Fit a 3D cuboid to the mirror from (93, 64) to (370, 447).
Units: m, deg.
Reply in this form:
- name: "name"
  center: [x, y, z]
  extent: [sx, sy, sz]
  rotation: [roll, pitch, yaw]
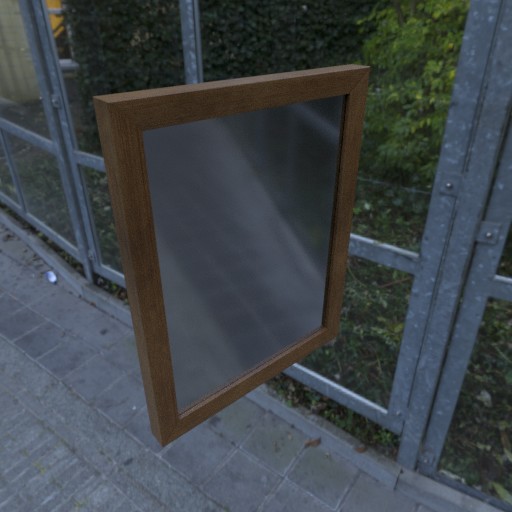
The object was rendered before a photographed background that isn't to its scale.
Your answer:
- name: "mirror"
  center: [0.000, 0.000, 0.676]
  extent: [0.405, 0.508, 0.041]
  rotation: [-23, 37, -34]
